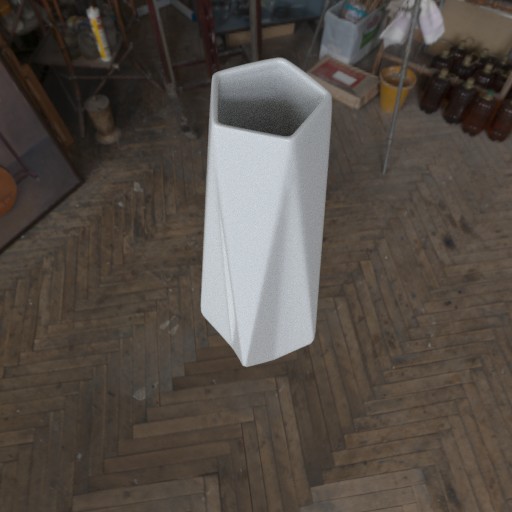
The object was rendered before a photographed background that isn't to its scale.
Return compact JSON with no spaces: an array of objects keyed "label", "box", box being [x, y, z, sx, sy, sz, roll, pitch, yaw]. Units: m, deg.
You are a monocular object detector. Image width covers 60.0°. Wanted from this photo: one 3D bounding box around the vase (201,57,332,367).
[{"label":"vase","box":[0.000,0.000,0.378,0.116,0.329,0.122,-2,59,-1]}]
